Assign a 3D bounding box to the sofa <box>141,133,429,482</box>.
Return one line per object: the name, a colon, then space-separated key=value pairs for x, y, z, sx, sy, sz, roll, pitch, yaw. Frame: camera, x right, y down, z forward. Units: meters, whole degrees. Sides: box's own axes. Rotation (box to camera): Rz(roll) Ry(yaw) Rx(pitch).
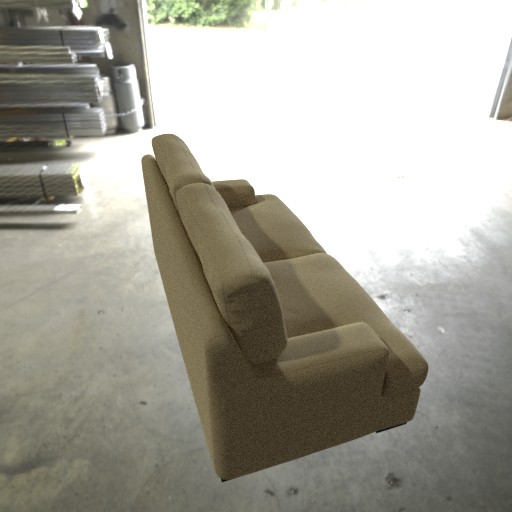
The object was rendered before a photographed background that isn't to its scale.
sofa: x=0.000 y=0.000 z=2.420 sx=0.962 sy=0.967 sz=1.885 roll=-10 pitch=33 yaw=-16
